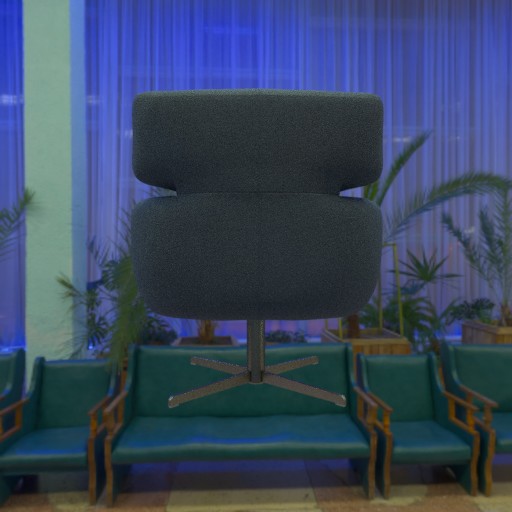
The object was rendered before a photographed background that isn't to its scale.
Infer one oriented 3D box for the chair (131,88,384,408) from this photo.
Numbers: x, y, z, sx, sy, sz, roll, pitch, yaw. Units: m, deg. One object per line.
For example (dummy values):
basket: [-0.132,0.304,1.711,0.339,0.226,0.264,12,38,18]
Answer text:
chair: [0.000,0.000,1.405,0.738,0.813,0.761,0,0,-1]
